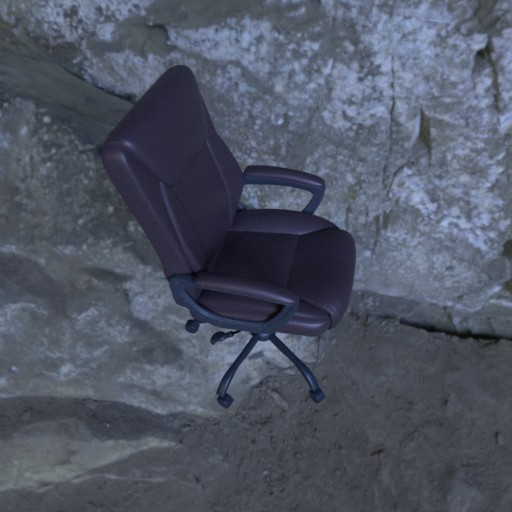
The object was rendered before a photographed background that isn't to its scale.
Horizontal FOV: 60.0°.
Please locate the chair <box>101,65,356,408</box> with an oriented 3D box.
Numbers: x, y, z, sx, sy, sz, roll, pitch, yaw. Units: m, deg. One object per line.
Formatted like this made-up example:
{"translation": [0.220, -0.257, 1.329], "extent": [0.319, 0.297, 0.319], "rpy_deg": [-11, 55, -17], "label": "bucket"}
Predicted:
{"translation": [0.000, 0.000, 1.477], "extent": [0.655, 1.072, 0.615], "rpy_deg": [10, 47, 10], "label": "chair"}
